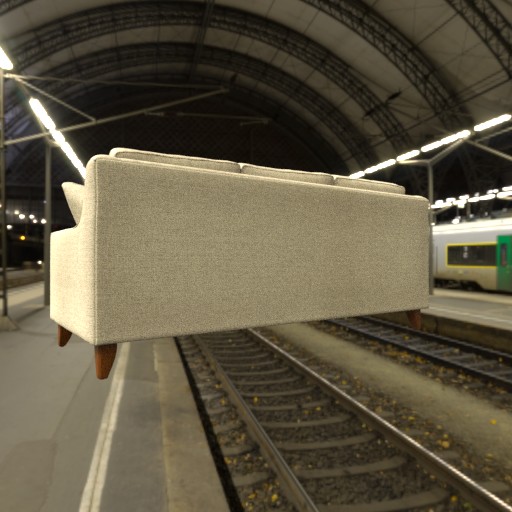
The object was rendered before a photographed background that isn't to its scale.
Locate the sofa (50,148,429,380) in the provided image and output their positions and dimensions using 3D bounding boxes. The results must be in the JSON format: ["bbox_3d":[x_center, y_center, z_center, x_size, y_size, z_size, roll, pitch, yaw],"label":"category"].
[{"bbox_3d":[0.000,0.000,2.496,2.031,0.914,0.865,0,0,-35],"label":"sofa"}]
